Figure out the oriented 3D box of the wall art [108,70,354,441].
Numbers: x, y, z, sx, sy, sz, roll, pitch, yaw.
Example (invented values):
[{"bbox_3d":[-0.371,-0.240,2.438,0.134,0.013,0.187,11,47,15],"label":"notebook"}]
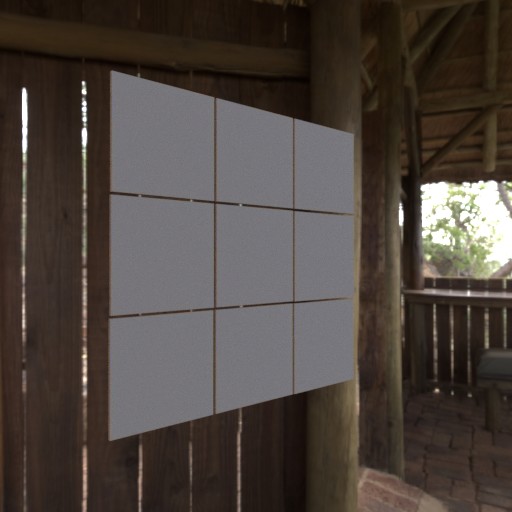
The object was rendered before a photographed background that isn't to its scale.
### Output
[{"bbox_3d":[0.000,0.000,2.291,1.527,1.521,0.017,0,0,-38],"label":"wall art"}]
